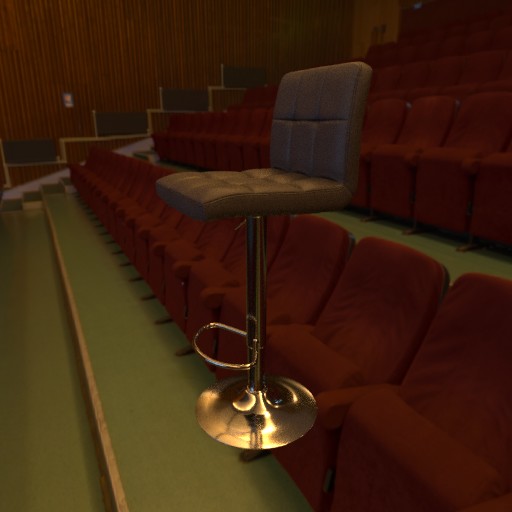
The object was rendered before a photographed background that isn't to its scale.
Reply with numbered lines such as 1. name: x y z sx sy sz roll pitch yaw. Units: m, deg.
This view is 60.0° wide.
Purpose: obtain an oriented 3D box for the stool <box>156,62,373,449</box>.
1. stool: 0.000 0.000 1.388 0.505 1.115 0.430 -9 19 -26
